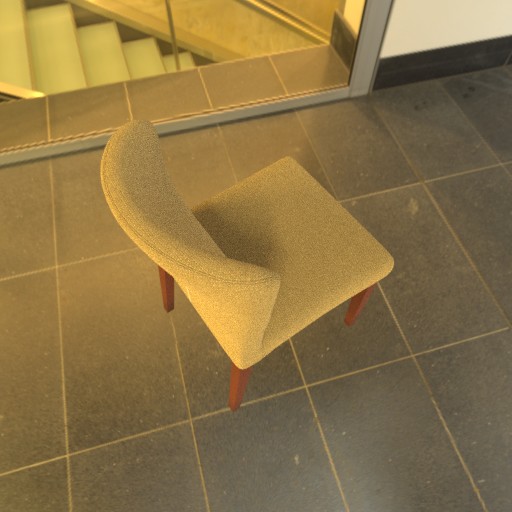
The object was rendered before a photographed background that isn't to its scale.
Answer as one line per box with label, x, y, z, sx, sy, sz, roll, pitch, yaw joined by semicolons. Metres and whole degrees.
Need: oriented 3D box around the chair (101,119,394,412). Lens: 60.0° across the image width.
chair;0.000;0.000;1.199;0.589;0.839;0.491;-31;64;-17
